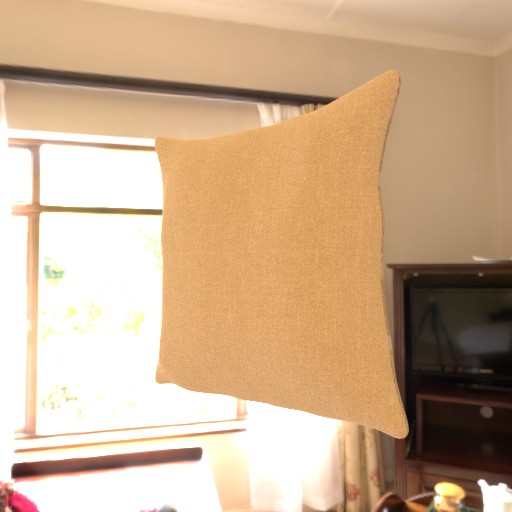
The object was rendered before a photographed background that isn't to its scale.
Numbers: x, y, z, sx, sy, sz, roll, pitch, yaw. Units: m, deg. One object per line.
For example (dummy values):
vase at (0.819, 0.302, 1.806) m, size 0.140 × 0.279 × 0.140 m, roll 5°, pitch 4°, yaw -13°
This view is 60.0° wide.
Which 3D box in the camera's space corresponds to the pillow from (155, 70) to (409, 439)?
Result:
pillow at (0.000, 0.000, 0.651) m, size 0.436 × 0.432 × 0.138 m, roll -2°, pitch -3°, yaw 37°
